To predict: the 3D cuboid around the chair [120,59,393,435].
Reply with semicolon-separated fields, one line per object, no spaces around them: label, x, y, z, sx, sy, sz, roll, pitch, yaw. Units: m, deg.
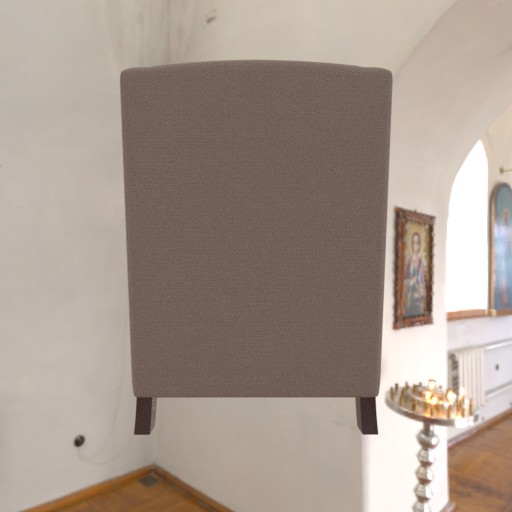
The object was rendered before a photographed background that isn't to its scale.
chair;0.000;0.000;1.571;0.715;1.017;0.896;0;-1;0
